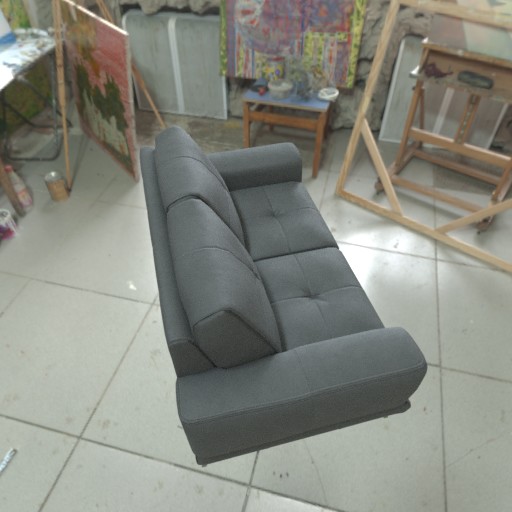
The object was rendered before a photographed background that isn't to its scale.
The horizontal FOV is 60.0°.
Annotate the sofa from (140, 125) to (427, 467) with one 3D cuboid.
[{"bbox_3d":[0.000,0.000,2.339,1.018,0.907,1.806,-11,46,-10],"label":"sofa"}]
